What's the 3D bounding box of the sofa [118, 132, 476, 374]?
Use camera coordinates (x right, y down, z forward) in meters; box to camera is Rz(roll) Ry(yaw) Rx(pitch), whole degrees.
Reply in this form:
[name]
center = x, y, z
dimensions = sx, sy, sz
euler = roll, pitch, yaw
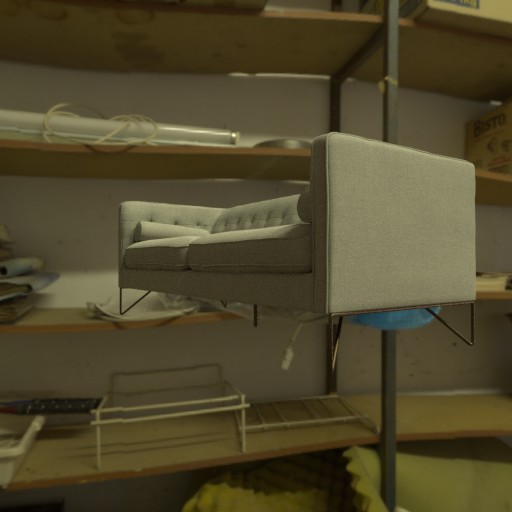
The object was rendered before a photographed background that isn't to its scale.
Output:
[sofa]
center = 0.000, 0.000, 2.503
dimensions = 0.912, 0.798, 2.079
euler = 1, -1, -35
